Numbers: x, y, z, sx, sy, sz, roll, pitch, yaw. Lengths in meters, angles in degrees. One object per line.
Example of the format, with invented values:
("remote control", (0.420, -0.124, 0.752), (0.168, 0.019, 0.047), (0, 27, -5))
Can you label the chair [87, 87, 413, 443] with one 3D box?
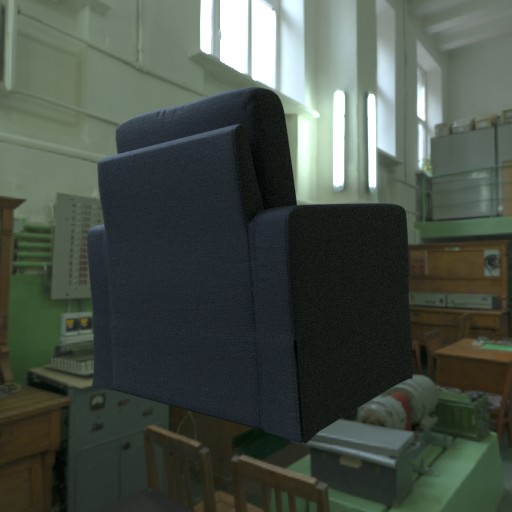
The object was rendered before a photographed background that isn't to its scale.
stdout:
("chair", (0.000, 0.000, 1.486), (0.798, 0.855, 0.863), (-1, -2, 37))
